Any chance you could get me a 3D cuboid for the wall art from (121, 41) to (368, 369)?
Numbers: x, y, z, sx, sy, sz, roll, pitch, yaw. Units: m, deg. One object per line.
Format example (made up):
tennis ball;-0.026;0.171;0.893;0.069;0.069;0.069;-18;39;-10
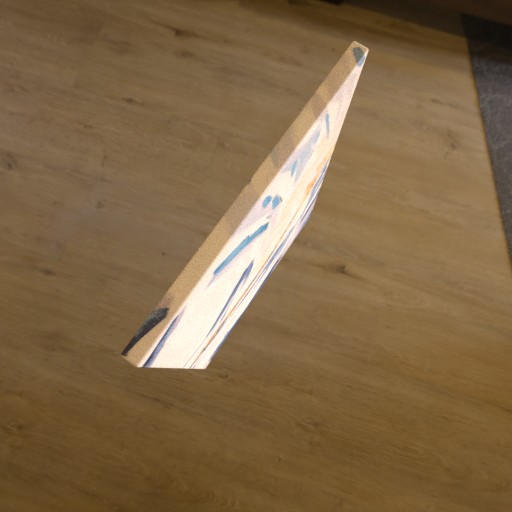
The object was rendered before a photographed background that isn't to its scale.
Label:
wall art;0.000;0.000;1.314;0.038;1.015;0.761;34;78;8
